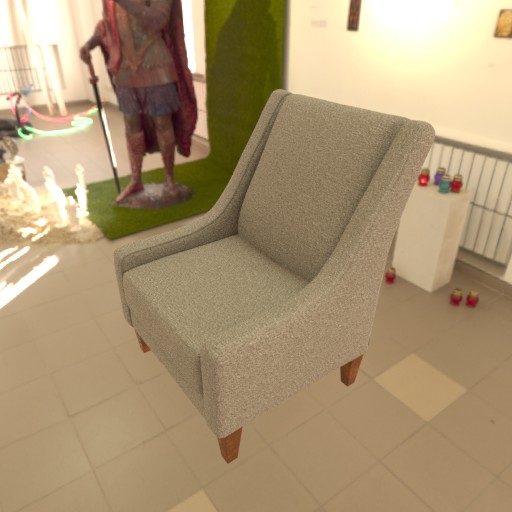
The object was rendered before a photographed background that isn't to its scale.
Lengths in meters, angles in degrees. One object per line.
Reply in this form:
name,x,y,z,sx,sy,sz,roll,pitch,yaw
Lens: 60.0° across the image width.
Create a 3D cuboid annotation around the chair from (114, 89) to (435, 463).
chair,0.000,0.000,1.657,0.870,1.016,0.774,-20,36,-31
